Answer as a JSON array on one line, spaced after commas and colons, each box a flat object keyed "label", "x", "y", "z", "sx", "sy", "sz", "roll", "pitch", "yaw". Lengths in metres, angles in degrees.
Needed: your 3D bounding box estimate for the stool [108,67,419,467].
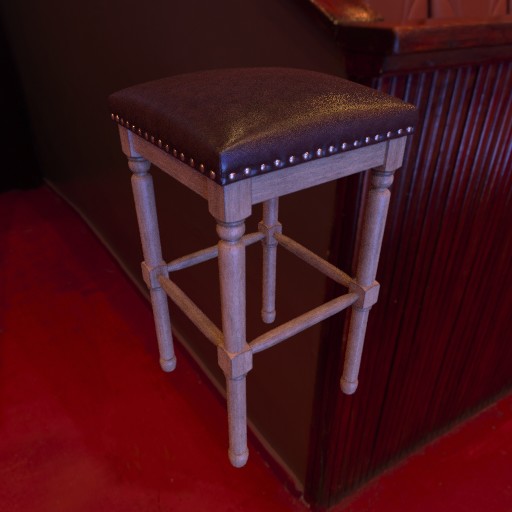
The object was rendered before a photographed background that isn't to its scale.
[{"label": "stool", "x": 0.000, "y": 0.000, "z": 0.902, "sx": 0.382, "sy": 0.702, "sz": 0.383, "roll": -21, "pitch": 37, "yaw": -30}]
